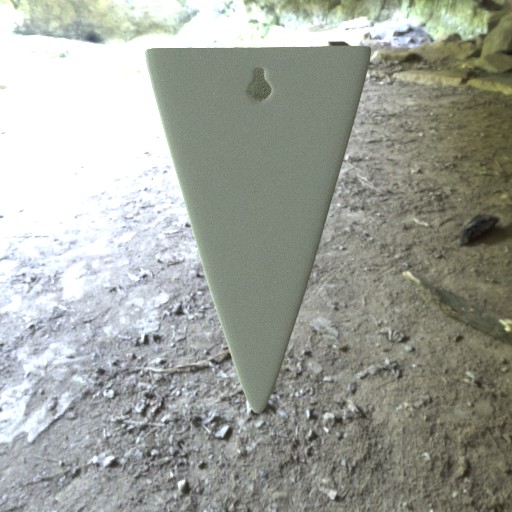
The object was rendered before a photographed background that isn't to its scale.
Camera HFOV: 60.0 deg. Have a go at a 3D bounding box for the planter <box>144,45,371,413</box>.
[{"bbox_3d":[0.000,0.000,0.388,0.143,0.338,0.065,-3,31,-4],"label":"planter"}]
